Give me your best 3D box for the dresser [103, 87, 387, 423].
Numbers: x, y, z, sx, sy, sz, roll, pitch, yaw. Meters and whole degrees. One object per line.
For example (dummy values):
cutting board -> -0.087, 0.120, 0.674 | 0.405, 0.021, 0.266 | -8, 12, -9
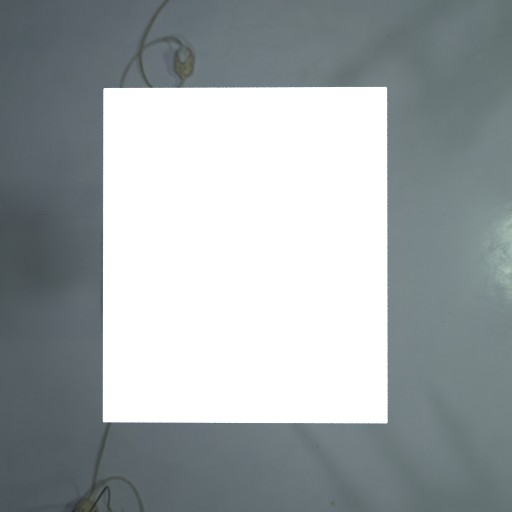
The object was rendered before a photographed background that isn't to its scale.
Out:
dresser -> 0.000, 0.000, 0.808 | 0.360, 0.560, 0.400 | 0, 90, 1
